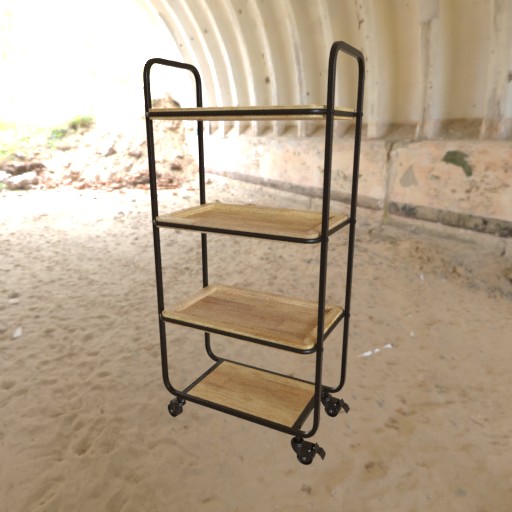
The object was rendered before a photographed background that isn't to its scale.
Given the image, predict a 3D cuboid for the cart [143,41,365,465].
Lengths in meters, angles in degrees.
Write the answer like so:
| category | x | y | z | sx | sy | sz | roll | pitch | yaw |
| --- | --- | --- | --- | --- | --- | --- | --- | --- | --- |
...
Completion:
| category | x | y | z | sx | sy | sz | roll | pitch | yaw |
| --- | --- | --- | --- | --- | --- | --- | --- | --- | --- |
| cart | 0.000 | 0.000 | 1.291 | 0.545 | 1.080 | 0.321 | 8 | 18 | 26 |
